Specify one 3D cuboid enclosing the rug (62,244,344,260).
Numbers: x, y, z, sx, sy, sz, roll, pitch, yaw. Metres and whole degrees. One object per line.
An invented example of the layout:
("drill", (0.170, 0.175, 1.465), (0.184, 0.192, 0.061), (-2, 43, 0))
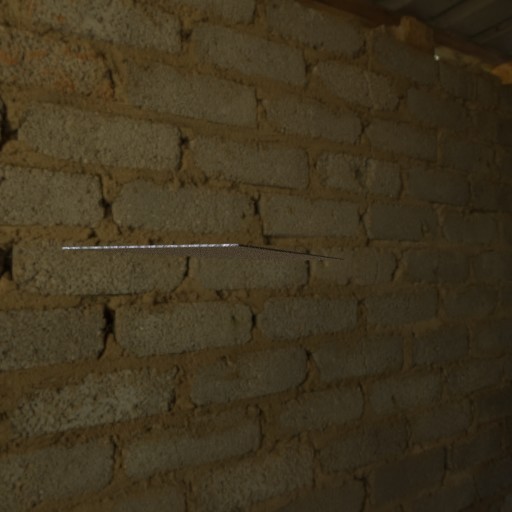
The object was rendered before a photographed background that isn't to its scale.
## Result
("rug", (0.000, 0.000, 2.527), (0.686, 0.008, 2.286), (-1, -2, 19))
